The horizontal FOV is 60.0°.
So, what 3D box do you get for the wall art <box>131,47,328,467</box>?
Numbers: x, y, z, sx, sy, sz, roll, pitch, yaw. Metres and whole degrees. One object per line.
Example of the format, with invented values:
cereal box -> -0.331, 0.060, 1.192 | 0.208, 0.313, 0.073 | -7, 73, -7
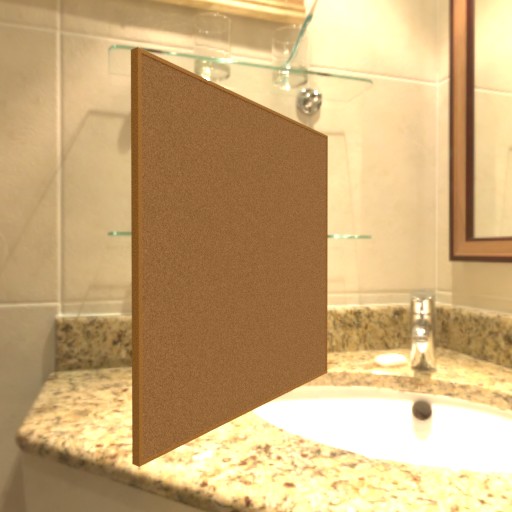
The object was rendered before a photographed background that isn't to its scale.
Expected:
wall art -> 0.000, 0.000, 0.670 | 0.013, 0.455, 0.457 | 1, 1, 35
